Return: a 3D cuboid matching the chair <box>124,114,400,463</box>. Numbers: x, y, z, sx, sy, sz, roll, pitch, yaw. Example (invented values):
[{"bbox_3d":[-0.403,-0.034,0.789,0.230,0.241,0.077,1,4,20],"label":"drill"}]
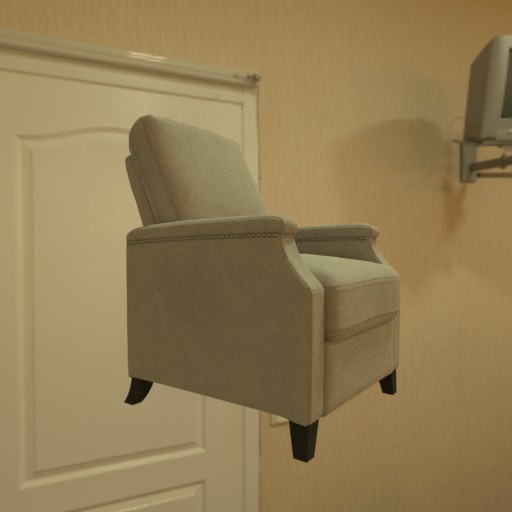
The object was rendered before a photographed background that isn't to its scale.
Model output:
[{"bbox_3d":[0.000,0.000,1.653,0.922,1.049,0.710,1,2,36],"label":"chair"}]
